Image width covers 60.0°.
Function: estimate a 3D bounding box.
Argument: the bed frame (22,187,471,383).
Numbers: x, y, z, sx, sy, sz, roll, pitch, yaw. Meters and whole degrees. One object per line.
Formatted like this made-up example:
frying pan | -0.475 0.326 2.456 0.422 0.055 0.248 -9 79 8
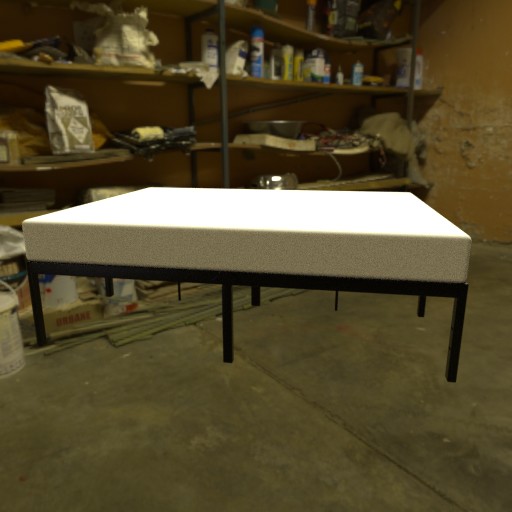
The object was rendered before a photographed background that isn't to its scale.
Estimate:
bed frame | 0.000 0.000 2.768 2.072 0.659 1.557 3 15 10
